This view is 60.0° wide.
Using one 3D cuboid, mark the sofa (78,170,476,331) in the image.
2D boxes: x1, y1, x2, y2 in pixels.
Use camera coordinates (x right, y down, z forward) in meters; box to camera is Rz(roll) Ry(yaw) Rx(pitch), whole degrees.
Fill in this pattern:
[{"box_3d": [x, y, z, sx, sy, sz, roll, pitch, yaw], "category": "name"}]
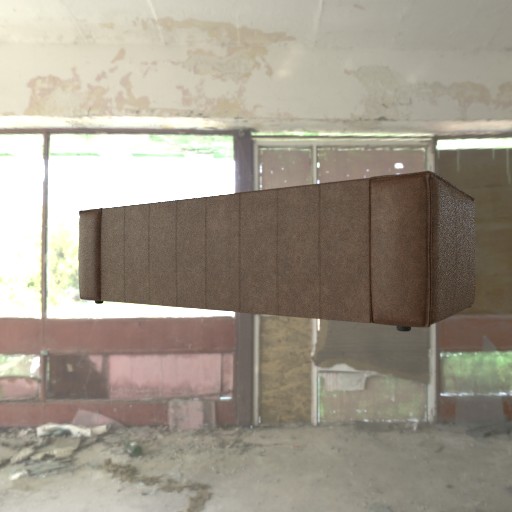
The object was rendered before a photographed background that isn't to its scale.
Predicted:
[{"box_3d": [0.000, 0.000, 2.998, 2.581, 0.701, 1.102, -1, -1, 35], "category": "sofa"}]
